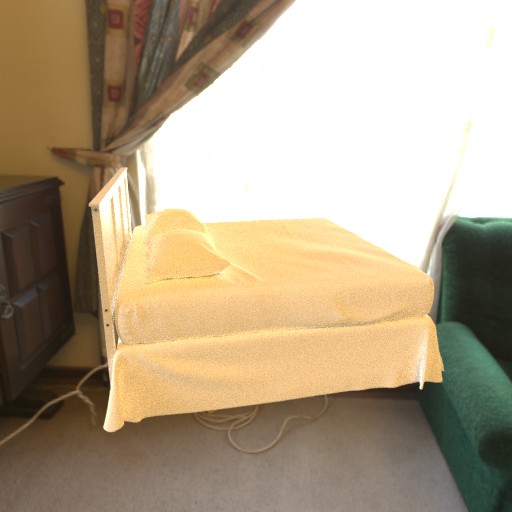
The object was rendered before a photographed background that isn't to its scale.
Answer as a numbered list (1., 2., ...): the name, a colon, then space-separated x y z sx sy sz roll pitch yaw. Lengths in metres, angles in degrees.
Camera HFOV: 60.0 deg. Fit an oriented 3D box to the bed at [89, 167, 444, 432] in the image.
1. bed: 0.000 0.000 3.577 2.215 1.273 2.317 -3 17 -11
